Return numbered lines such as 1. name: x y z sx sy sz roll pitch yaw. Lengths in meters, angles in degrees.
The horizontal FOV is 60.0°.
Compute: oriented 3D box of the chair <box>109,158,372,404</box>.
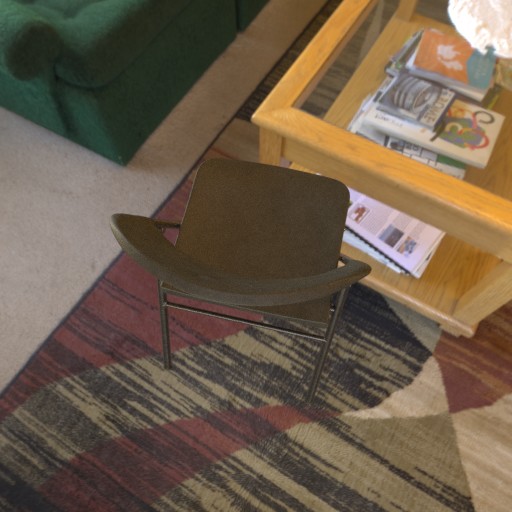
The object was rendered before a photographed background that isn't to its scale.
1. chair: 0.000 0.000 1.168 0.494 0.810 0.566 12 64 6
